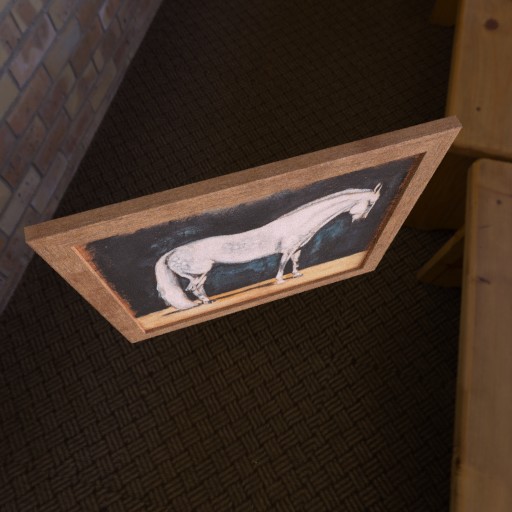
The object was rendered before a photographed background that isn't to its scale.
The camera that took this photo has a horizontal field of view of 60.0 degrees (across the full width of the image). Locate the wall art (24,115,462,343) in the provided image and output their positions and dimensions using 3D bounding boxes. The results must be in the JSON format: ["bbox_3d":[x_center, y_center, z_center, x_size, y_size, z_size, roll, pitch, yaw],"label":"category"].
[{"bbox_3d":[0.000,0.000,0.941,0.690,0.588,0.026,-16,66,-7],"label":"wall art"}]
